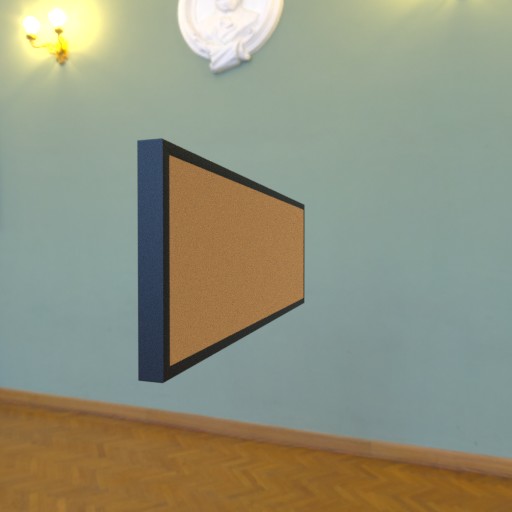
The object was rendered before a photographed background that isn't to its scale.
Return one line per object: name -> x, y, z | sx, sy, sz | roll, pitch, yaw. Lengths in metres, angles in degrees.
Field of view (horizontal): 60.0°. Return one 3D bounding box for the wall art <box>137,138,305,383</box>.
wall art -> 0.000, 0.000, 0.963 | 0.037, 0.303, 0.860 | 0, 1, 18
